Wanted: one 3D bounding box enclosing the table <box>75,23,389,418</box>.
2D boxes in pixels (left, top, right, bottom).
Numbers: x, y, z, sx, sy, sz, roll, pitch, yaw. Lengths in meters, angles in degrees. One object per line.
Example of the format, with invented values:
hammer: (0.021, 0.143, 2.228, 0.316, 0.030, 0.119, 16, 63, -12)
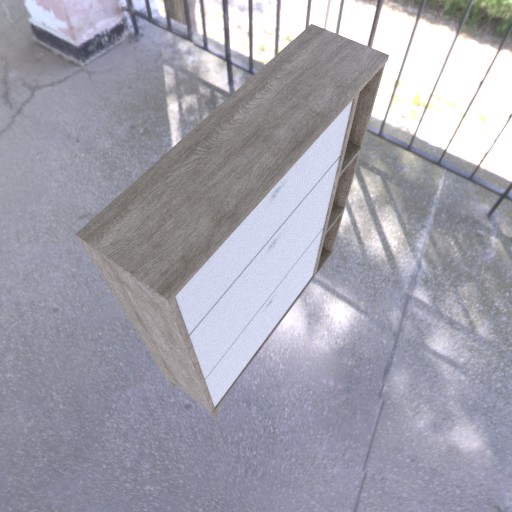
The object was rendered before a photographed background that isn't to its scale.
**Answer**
table: (0.000, 0.000, 1.537, 0.256, 1.135, 0.902, 32, 64, 18)
